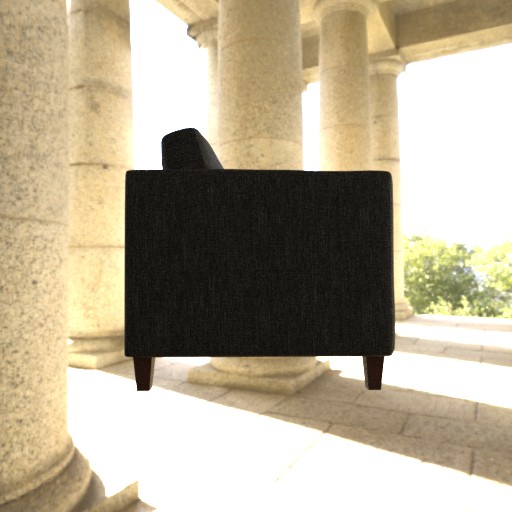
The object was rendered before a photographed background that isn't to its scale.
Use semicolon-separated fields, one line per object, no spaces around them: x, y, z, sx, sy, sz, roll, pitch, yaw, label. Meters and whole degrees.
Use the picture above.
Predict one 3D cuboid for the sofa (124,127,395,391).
0.000;0.000;2.413;0.950;0.963;1.884;0;-1;-1;sofa
